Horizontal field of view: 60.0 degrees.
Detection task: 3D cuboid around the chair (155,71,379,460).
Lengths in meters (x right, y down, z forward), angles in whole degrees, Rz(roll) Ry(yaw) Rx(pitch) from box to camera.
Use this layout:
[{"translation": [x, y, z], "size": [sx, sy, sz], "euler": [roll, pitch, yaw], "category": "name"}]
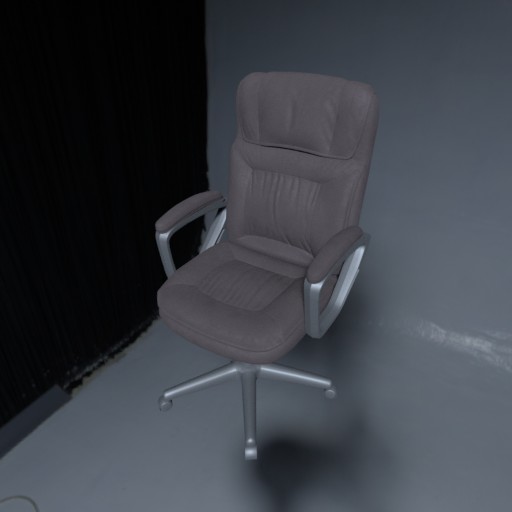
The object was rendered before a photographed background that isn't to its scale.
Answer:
[{"translation": [0.000, 0.000, 1.528], "size": [0.667, 1.105, 0.724], "euler": [18, 35, 27], "category": "chair"}]
